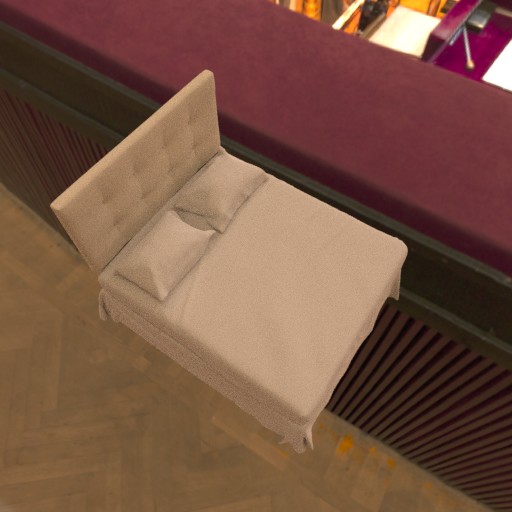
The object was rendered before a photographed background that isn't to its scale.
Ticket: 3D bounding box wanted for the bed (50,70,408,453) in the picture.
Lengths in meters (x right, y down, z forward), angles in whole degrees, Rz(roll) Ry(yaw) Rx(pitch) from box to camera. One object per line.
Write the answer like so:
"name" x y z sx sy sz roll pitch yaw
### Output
"bed" 0.000 0.000 3.499 2.222 1.577 1.936 30 64 17
